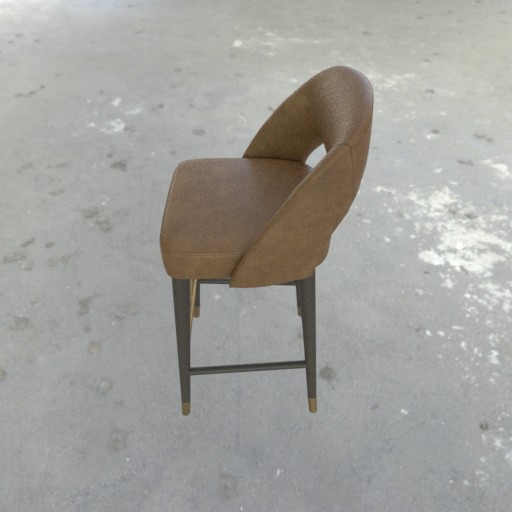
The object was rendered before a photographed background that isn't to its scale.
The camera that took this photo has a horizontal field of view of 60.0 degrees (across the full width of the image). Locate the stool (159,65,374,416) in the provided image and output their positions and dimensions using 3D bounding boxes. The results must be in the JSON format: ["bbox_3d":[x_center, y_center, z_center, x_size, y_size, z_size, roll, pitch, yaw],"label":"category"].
[{"bbox_3d":[0.000,0.000,1.321,0.509,1.037,0.494,-1,42,-1],"label":"stool"}]
